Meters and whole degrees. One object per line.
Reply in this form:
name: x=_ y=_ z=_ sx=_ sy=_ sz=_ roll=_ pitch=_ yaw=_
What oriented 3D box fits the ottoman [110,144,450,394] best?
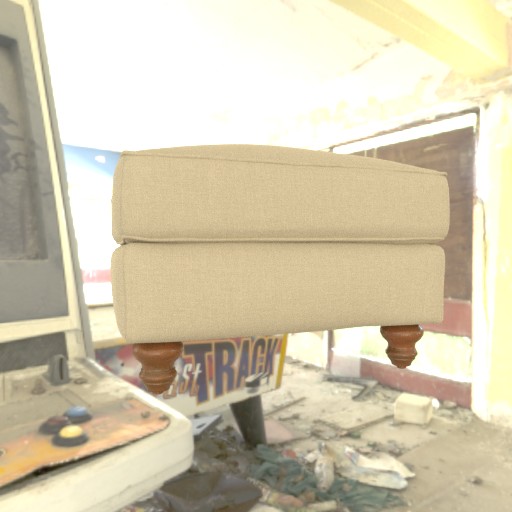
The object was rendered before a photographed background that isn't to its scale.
ottoman: x=0.000 y=0.000 z=1.150 sx=0.716 sy=0.505 sz=0.662 roll=0 pitch=1 yaw=-19
